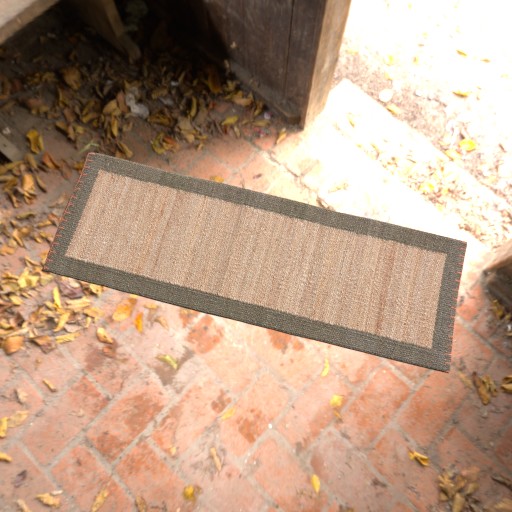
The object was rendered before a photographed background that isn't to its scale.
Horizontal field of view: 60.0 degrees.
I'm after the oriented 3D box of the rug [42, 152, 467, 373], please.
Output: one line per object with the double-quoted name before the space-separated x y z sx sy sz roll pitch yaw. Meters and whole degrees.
"rug" 0.000 0.000 2.635 2.413 0.016 0.810 14 75 4
